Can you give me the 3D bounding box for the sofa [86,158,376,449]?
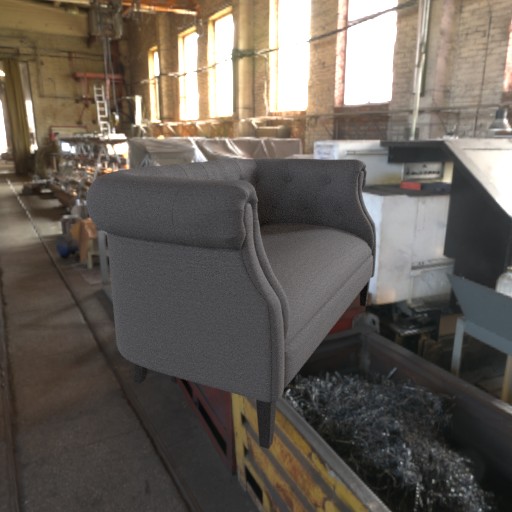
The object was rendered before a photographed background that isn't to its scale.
[{"bbox_3d":[0.000,0.000,2.031,0.835,0.827,1.558,7,17,25],"label":"sofa"}]
